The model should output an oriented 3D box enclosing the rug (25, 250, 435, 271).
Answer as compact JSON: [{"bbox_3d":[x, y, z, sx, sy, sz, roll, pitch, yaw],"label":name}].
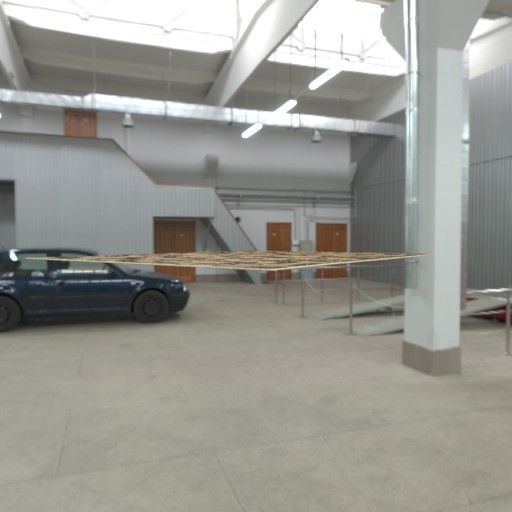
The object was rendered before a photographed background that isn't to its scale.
[{"bbox_3d":[0.000,0.000,4.018,2.380,0.008,2.977,1,3,36],"label":"rug"}]
